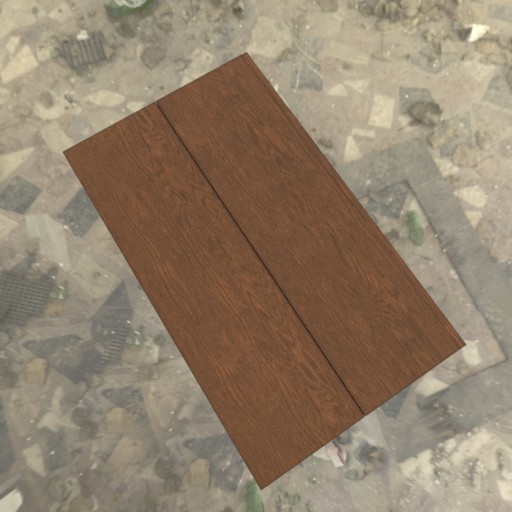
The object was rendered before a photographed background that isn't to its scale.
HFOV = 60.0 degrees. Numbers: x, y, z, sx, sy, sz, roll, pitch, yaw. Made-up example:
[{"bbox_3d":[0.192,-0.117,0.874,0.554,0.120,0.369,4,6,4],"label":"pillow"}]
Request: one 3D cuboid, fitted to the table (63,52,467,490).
[{"bbox_3d":[0.000,0.000,1.513,0.719,0.361,1.167,-32,77,-8],"label":"table"}]
